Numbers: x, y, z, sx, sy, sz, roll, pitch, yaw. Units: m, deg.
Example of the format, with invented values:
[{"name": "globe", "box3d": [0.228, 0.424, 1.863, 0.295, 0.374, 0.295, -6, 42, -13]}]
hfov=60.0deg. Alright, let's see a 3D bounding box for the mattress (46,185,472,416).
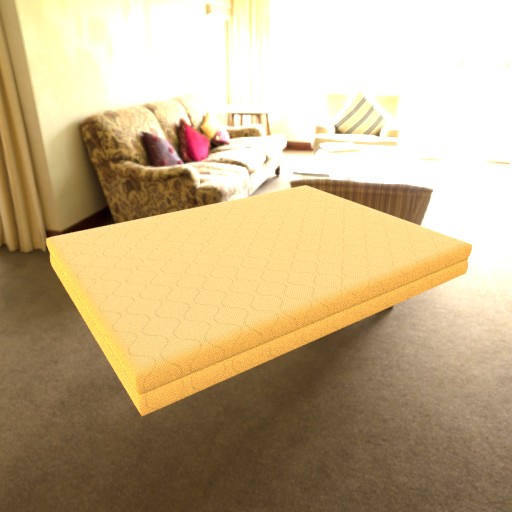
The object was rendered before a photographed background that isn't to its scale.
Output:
[{"name": "mattress", "box3d": [0.000, 0.000, 2.475, 1.900, 0.200, 1.400, -16, 29, -31]}]
